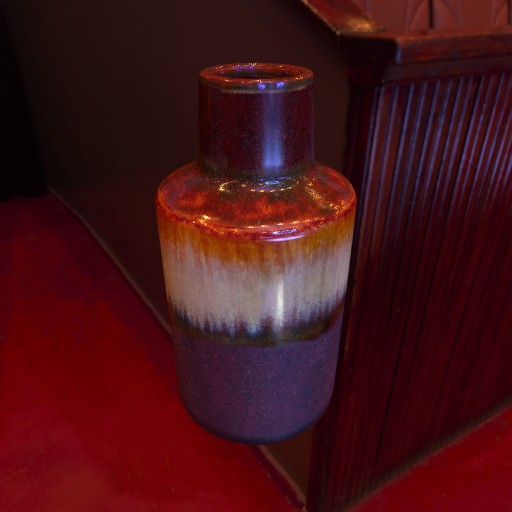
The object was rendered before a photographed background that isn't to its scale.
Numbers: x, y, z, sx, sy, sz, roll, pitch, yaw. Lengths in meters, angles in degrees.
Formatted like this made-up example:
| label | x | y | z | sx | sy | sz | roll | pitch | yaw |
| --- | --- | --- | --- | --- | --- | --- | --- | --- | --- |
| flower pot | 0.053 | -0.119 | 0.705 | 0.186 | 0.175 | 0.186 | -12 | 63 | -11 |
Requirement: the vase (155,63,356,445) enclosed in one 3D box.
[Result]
| label | x | y | z | sx | sy | sz | roll | pitch | yaw |
| --- | --- | --- | --- | --- | --- | --- | --- | --- | --- |
| vase | 0.000 | 0.000 | 0.261 | 0.108 | 0.204 | 0.108 | 0 | 31 | 0 |
